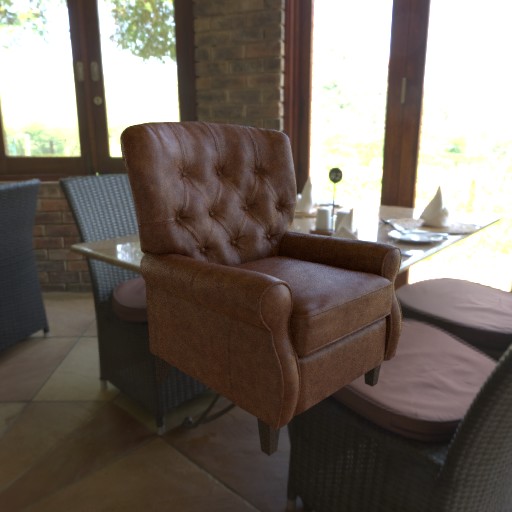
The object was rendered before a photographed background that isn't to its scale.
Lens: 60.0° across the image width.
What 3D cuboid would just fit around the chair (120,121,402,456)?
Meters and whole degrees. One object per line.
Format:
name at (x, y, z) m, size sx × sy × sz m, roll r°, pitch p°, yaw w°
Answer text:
chair at (0.000, 0.000, 1.949) m, size 0.951 × 1.164 × 1.059 m, roll -13°, pitch 19°, yaw -42°
